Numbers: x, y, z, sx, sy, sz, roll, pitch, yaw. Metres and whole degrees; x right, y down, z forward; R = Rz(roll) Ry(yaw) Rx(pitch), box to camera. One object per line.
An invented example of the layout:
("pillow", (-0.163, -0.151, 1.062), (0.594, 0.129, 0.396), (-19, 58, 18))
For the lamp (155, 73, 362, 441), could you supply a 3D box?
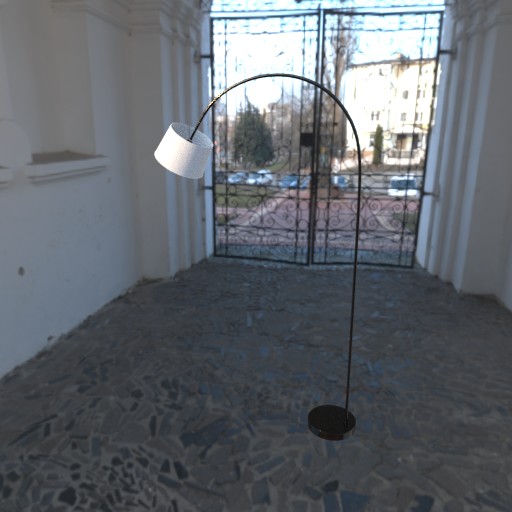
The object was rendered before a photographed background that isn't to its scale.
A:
("lamp", (0.000, 0.000, 2.757), (1.363, 2.104, 0.331), (7, 17, 24))
